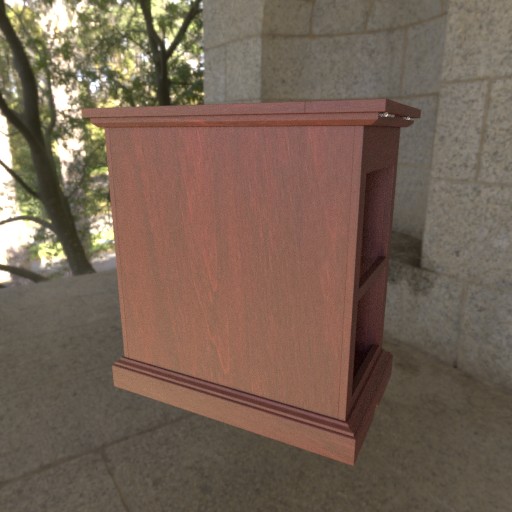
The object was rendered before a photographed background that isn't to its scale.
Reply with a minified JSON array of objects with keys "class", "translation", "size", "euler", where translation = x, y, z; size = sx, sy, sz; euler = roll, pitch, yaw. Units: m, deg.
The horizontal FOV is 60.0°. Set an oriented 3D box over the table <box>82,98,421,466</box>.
[{"class":"table","translation":[0.000,0.000,0.972],"size":[0.584,0.612,0.356],"euler":[8,17,26]}]
